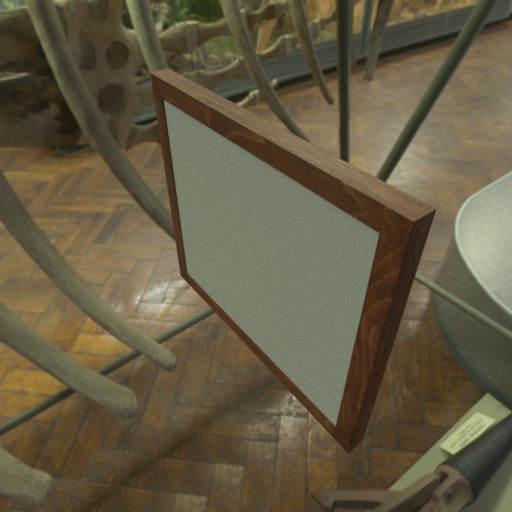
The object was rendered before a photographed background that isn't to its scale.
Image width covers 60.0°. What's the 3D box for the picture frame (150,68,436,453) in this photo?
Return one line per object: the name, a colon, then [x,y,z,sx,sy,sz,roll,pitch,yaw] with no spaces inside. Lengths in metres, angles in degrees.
picture frame: [0.000,0.000,0.526,0.025,0.330,0.381,-27,47,-28]
